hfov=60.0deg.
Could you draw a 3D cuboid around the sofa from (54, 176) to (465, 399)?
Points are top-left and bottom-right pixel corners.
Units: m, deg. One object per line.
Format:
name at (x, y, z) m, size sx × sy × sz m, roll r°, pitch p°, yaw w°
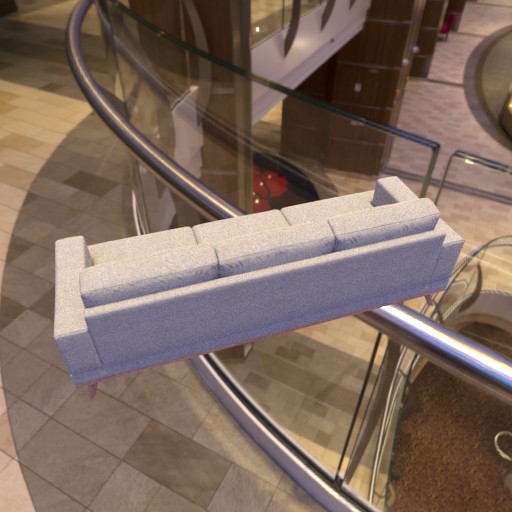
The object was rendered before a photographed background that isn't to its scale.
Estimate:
sofa at (0.000, 0.000, 2.766) m, size 2.310 × 0.810 × 0.920 m, roll -12°, pitch 43°, yaw -13°
